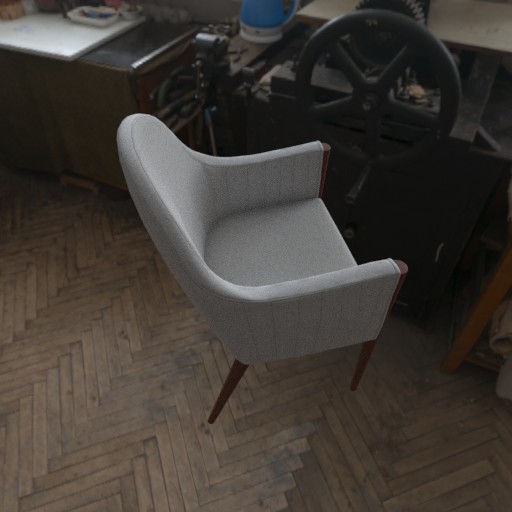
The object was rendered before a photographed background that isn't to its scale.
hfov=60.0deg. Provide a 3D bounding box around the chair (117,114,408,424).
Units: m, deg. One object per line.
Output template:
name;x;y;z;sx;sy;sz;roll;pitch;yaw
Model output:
chair;0.000;0.000;1.318;0.620;0.889;0.610;-10;47;-9
